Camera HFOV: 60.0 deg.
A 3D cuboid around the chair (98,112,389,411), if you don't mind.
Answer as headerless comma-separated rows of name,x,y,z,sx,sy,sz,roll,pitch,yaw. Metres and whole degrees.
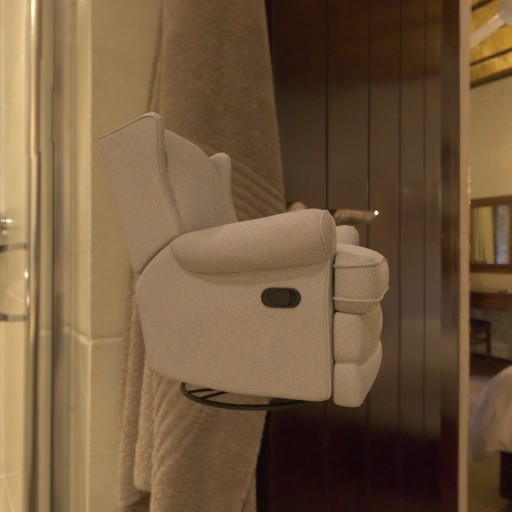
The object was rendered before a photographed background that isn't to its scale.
chair,0.000,0.000,1.719,0.969,1.011,0.847,0,0,19
